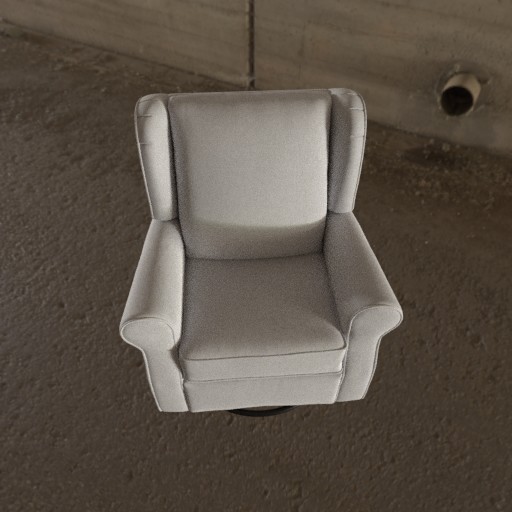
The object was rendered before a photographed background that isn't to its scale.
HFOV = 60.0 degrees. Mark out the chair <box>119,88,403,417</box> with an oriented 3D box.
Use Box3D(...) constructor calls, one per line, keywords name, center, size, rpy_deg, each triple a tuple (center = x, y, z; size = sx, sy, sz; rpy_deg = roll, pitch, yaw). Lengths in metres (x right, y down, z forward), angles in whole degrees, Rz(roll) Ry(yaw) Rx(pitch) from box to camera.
Box3D(name="chair", center=(0.000, 0.000, 1.687), size=(0.906, 0.967, 0.854), rpy_deg=(-3, 47, -2))
